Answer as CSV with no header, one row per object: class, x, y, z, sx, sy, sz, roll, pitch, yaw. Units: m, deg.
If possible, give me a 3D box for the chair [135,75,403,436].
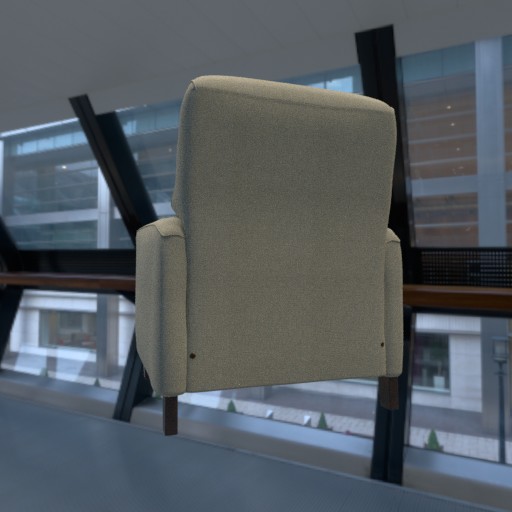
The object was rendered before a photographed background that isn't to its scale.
chair,0.000,0.000,1.653,0.850,1.006,0.853,1,-2,-18
